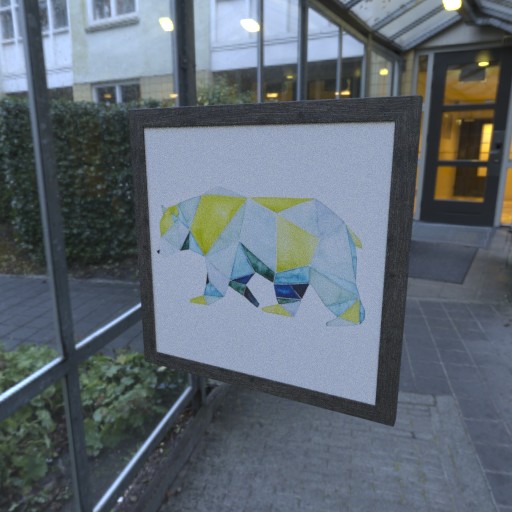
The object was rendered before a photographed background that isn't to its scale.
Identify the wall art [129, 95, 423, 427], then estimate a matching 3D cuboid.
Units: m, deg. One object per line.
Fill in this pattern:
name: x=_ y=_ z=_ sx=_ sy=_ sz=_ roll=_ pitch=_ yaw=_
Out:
wall art: x=0.000 y=0.000 z=0.705 sx=0.462 sy=0.459 sz=0.027 roll=7 pitch=15 yaw=26
